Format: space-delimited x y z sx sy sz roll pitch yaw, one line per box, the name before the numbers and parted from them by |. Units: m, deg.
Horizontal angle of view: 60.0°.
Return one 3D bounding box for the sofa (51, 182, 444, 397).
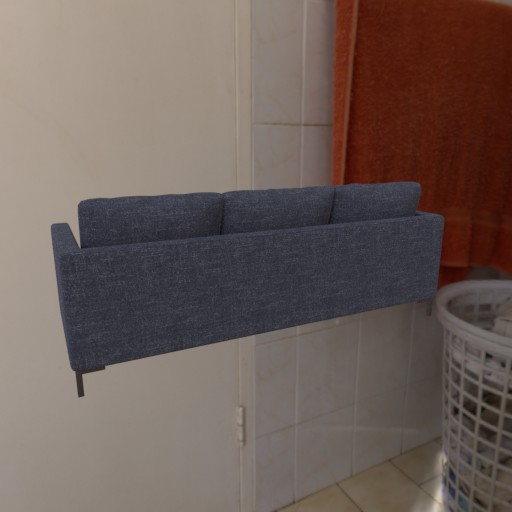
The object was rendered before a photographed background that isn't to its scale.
sofa | 0.000 0.000 2.701 2.218 0.874 0.859 -7 16 -25
